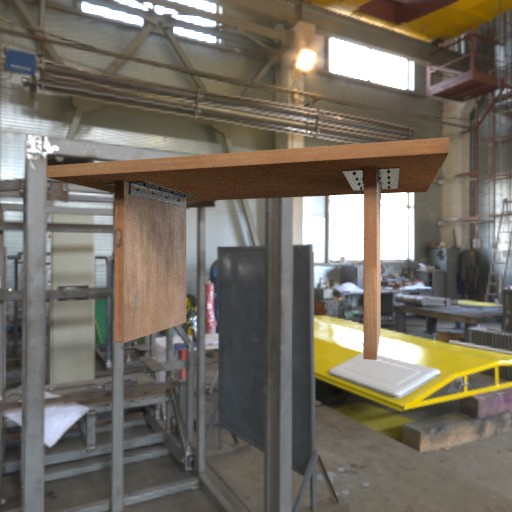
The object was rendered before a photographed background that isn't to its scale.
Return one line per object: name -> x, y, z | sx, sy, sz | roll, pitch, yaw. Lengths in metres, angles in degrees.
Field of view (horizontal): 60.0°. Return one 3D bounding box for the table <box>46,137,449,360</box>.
table -> 0.000, 0.000, 2.136 | 1.609, 0.780, 0.946 | 0, 0, 17
